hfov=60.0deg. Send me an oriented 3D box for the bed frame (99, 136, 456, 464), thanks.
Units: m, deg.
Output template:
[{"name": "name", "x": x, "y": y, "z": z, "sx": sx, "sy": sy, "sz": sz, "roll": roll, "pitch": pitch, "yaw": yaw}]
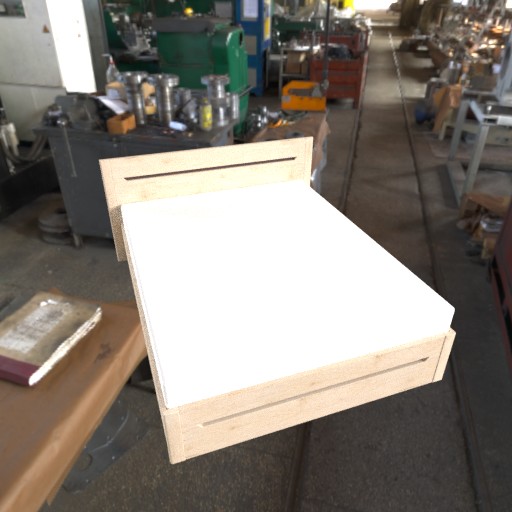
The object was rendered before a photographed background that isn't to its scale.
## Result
[{"name": "bed frame", "x": 0.000, "y": 0.000, "z": 3.045, "sx": 1.800, "sy": 0.900, "sz": 2.080, "roll": -11, "pitch": 33, "yaw": -17}]
